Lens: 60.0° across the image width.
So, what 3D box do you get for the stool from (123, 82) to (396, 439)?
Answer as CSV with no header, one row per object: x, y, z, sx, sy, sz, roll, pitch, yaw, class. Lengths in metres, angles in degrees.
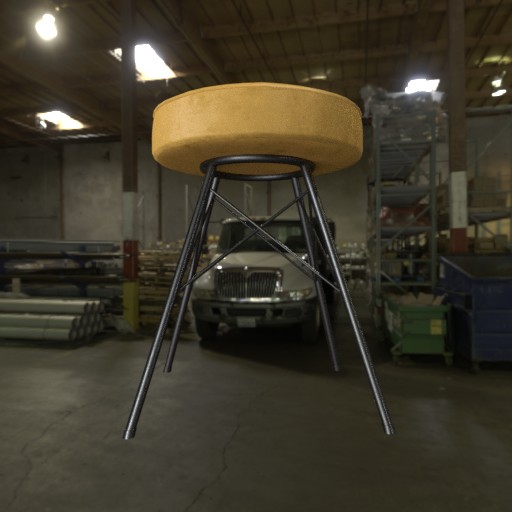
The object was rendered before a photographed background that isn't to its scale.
0.000,0.000,0.934,0.472,0.595,0.438,0,1,0,stool
